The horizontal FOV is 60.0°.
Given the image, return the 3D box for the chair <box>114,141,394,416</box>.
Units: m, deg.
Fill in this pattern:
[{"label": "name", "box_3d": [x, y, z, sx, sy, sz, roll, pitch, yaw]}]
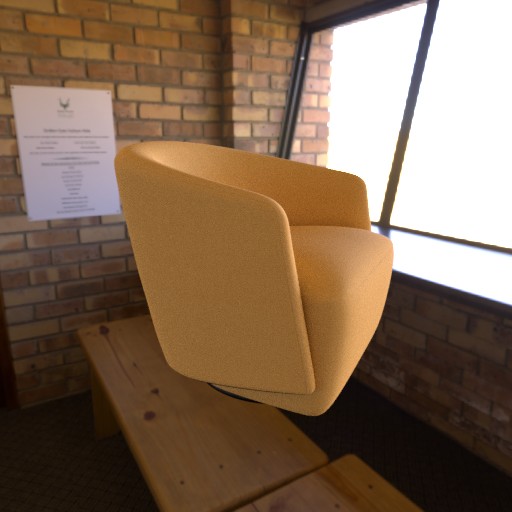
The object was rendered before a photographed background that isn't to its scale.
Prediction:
[{"label": "chair", "box_3d": [0.000, 0.000, 1.390, 0.767, 0.698, 0.773, 7, 16, 26]}]
